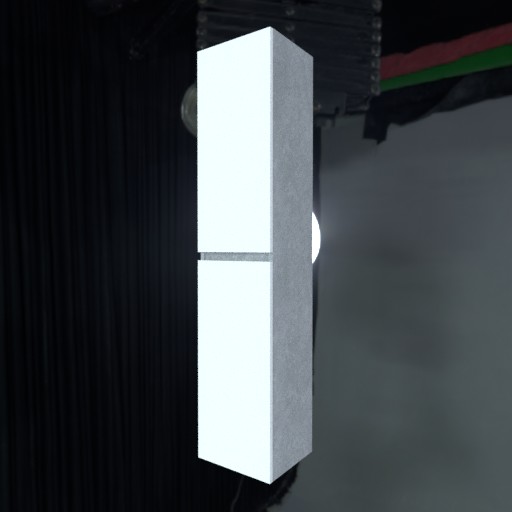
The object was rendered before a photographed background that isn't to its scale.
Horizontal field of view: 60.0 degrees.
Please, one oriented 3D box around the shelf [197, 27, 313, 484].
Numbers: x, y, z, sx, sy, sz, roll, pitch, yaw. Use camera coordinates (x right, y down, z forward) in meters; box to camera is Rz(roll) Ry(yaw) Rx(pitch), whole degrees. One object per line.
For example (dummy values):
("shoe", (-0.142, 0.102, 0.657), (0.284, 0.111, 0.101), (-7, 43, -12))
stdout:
("shelf", (0.000, 0.000, 1.552), (0.300, 1.400, 0.270), (1, 1, 36))
